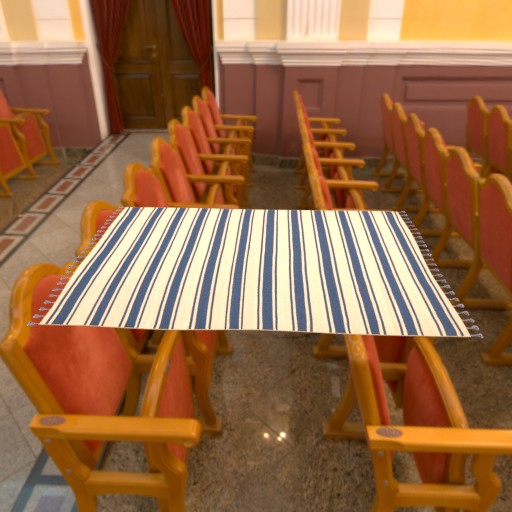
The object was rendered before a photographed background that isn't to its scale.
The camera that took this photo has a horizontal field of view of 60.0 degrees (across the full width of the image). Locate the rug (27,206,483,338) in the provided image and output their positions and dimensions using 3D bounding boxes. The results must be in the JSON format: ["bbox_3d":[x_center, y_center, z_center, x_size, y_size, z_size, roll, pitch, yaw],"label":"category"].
[{"bbox_3d":[0.000,0.000,2.879,2.315,0.010,1.544,1,29,2],"label":"rug"}]
